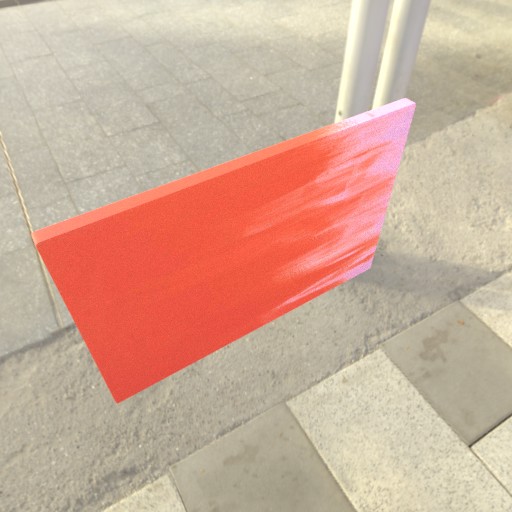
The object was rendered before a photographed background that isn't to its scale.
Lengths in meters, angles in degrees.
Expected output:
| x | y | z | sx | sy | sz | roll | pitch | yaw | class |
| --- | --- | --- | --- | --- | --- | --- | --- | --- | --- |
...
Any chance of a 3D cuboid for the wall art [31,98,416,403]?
| x | y | z | sx | sy | sz | roll | pitch | yaw | class |
| --- | --- | --- | --- | --- | --- | --- | --- | --- | --- |
| 0.000 | 0.000 | 1.151 | 0.913 | 0.609 | 0.040 | -25 | 51 | -22 | wall art |
